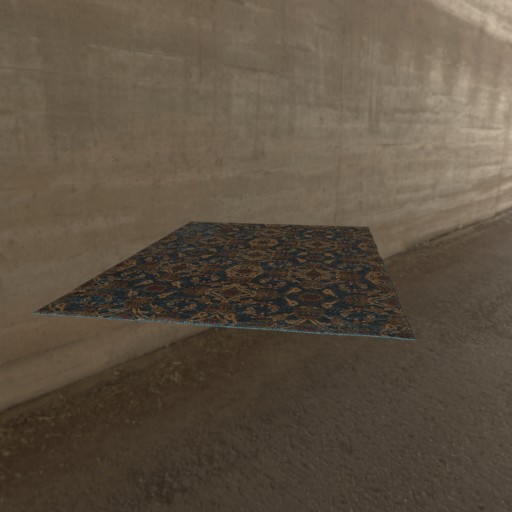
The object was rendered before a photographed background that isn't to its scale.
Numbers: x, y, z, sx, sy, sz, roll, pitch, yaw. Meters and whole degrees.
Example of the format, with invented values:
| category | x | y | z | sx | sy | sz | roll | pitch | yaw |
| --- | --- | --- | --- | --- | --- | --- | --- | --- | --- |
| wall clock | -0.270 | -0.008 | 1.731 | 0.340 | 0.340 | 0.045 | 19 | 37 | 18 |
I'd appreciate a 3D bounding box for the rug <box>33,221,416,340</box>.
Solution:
| category | x | y | z | sx | sy | sz | roll | pitch | yaw |
| --- | --- | --- | --- | --- | --- | --- | --- | --- | --- |
| rug | 0.000 | 0.000 | 4.200 | 2.337 | 0.013 | 3.291 | 2 | 15 | 9 |
